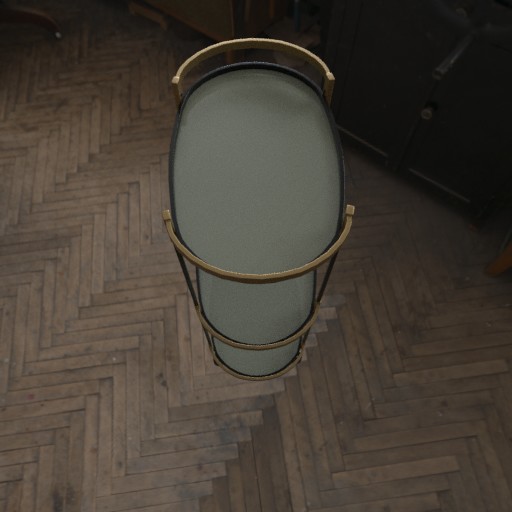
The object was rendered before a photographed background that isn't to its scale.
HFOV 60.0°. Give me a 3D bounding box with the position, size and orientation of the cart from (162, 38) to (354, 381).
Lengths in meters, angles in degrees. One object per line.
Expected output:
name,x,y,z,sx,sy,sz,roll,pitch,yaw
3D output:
cart,0.000,0.000,1.148,0.311,0.885,0.515,-2,63,-1
